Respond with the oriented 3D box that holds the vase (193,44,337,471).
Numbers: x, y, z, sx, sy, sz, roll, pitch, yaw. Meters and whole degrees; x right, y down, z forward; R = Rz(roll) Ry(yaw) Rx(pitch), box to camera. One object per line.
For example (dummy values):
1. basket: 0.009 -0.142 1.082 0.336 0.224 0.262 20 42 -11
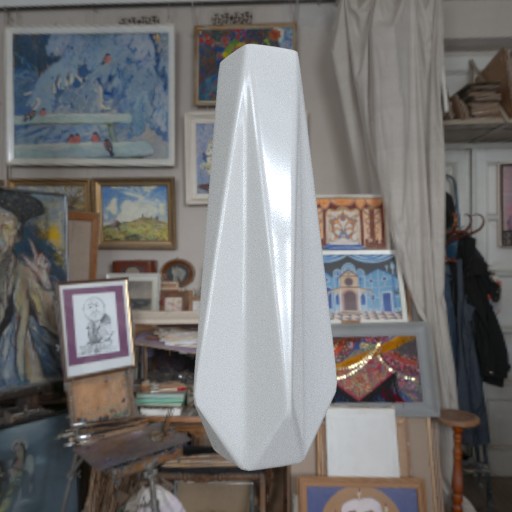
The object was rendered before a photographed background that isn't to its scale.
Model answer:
1. vase: 0.000 0.000 0.373 0.116 0.329 0.122 0 0 -35
